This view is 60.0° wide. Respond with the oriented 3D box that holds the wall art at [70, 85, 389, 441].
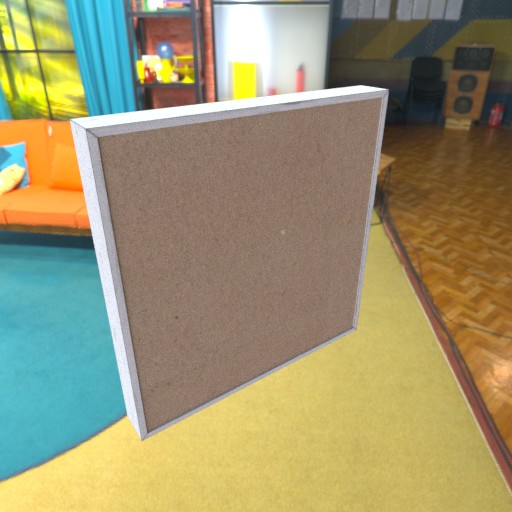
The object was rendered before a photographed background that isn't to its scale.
[{"bbox_3d":[0.000,0.000,0.458,0.305,0.305,0.038,-19,34,-31],"label":"wall art"}]
